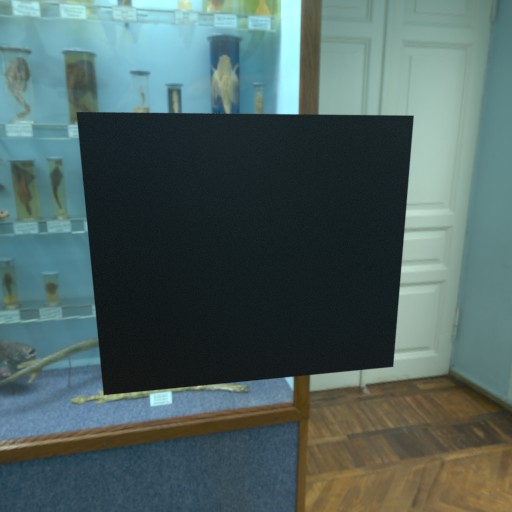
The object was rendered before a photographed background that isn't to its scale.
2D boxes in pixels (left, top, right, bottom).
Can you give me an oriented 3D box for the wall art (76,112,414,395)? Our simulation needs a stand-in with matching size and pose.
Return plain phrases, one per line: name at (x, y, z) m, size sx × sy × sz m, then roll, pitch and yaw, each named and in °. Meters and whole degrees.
wall art at (0.000, 0.000, 0.542) m, size 0.383 × 0.332 × 0.012 m, roll -3°, pitch 14°, yaw -10°
